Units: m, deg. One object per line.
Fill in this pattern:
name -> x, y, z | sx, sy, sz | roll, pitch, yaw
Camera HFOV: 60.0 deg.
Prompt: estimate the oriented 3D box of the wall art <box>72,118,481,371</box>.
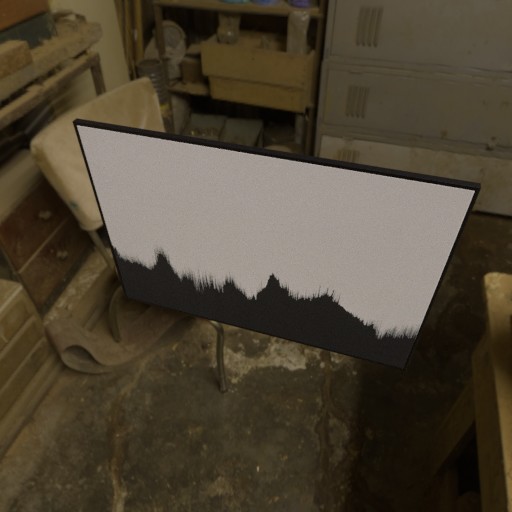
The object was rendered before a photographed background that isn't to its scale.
wall art -> 0.000, 0.000, 1.230 | 0.957, 0.660, 0.019 | 12, 44, 13
